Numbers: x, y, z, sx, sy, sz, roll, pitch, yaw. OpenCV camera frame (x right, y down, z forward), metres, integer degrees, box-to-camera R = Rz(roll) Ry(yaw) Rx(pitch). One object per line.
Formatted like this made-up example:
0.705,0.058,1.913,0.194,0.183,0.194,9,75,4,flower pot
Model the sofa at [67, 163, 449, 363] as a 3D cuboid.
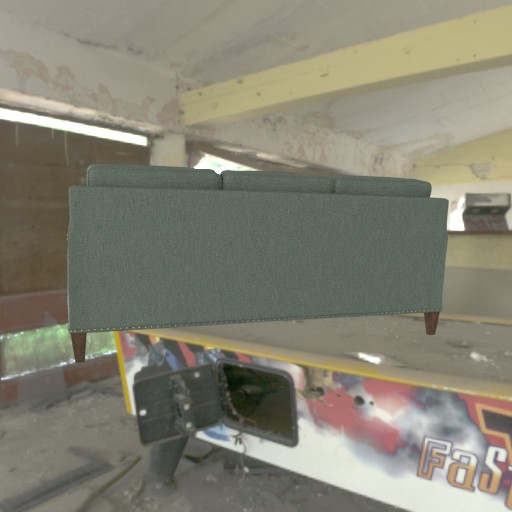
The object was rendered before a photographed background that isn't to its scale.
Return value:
0.000,0.000,2.902,2.246,1.003,1.084,-1,2,-18,sofa
